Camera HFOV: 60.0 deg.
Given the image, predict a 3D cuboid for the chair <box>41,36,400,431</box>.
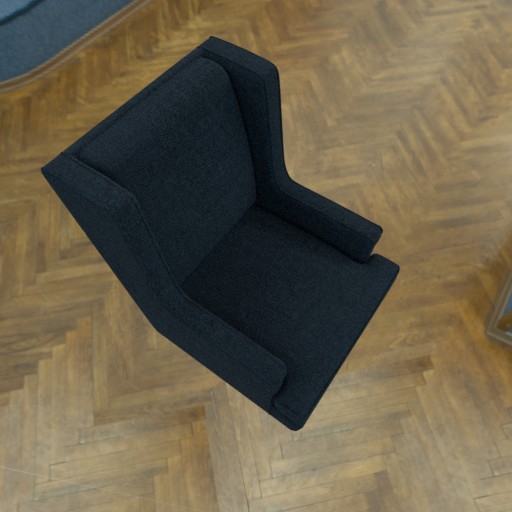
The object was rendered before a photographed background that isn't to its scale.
[{"bbox_3d":[0.000,0.000,1.686,0.947,1.072,0.764,32,64,18],"label":"chair"}]
